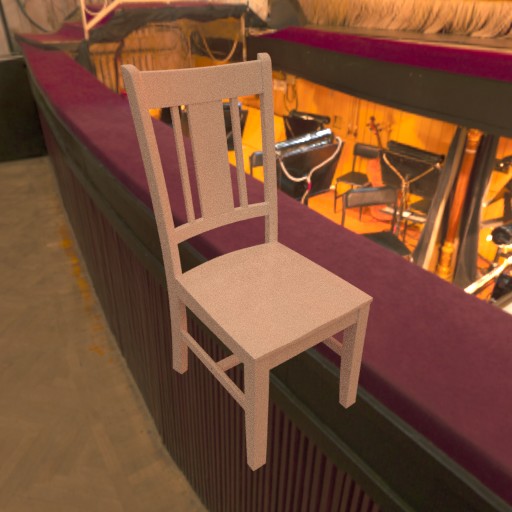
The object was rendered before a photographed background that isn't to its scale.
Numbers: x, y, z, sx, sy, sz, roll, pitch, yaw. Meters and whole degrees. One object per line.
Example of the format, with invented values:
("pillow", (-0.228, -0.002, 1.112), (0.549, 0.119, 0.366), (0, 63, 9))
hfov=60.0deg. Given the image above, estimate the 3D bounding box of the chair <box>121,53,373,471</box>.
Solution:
("chair", (0.000, 0.000, 1.274), (0.450, 0.998, 0.555), (-21, 36, -31))
